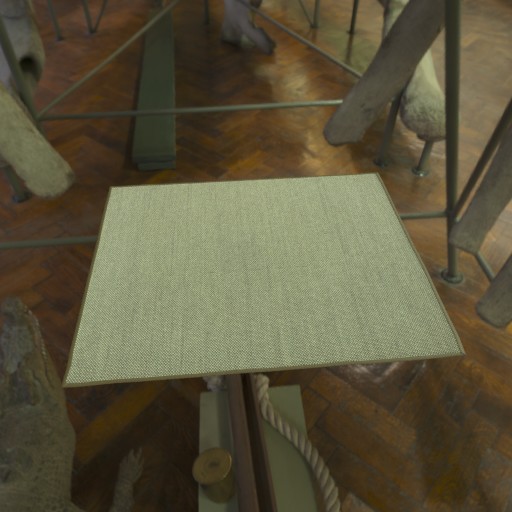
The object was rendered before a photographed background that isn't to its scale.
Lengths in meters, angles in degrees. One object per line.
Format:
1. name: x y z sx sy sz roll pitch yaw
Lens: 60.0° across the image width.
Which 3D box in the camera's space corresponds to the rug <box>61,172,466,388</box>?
1. rug: 0.000 0.000 4.125 3.041 0.020 2.413 -4 46 -4
